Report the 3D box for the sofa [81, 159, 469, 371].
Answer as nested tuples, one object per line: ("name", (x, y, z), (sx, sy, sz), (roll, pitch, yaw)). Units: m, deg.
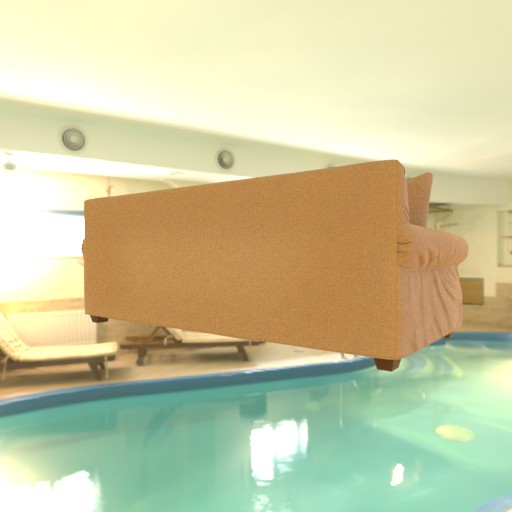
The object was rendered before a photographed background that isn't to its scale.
("sofa", (0.000, 0.000, 2.752), (2.285, 0.904, 1.067), (0, 0, 37))
